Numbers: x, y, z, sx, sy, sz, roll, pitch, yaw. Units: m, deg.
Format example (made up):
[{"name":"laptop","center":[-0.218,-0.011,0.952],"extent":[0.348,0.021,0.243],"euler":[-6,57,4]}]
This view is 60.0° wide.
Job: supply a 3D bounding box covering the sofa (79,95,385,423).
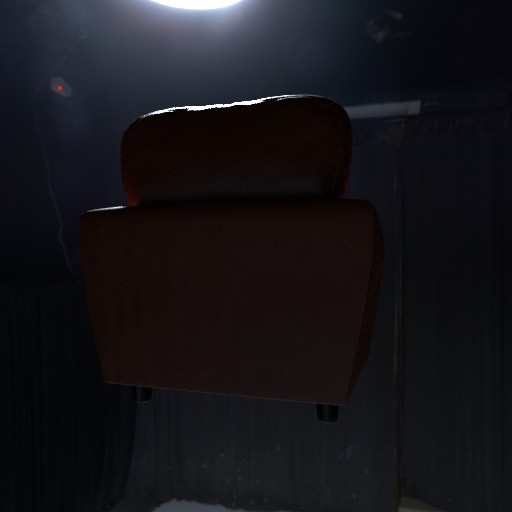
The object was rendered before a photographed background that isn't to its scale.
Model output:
[{"name":"sofa","center":[0.000,0.000,1.510],"extent":[0.836,0.876,0.789],"euler":[0,-1,17]}]
